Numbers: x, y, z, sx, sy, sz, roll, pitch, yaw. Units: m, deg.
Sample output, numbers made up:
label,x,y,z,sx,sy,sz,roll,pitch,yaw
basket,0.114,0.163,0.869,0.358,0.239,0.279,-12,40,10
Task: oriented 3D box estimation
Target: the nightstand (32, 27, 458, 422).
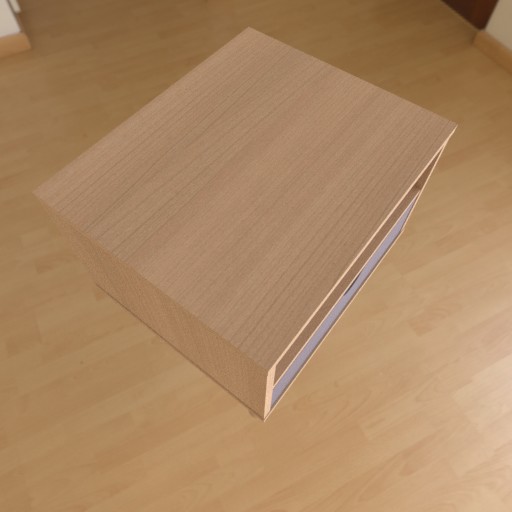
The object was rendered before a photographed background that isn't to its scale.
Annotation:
label,x,y,z,sx,sy,sz,roll,pitch,yaw
nightstand,0.000,0.000,0.829,0.380,0.530,0.450,34,65,18
